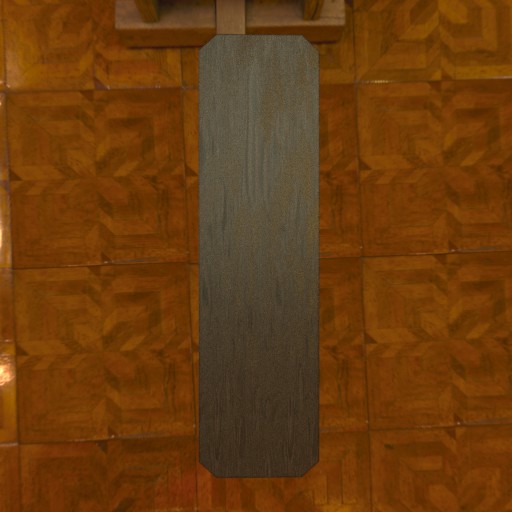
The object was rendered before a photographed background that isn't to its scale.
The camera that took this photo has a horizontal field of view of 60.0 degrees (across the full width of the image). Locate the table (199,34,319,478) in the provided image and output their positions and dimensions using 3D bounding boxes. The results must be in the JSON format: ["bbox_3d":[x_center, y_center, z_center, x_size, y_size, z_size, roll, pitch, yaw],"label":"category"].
[{"bbox_3d":[0.000,0.000,1.473,0.329,0.800,1.112,0,90,-1],"label":"table"}]
